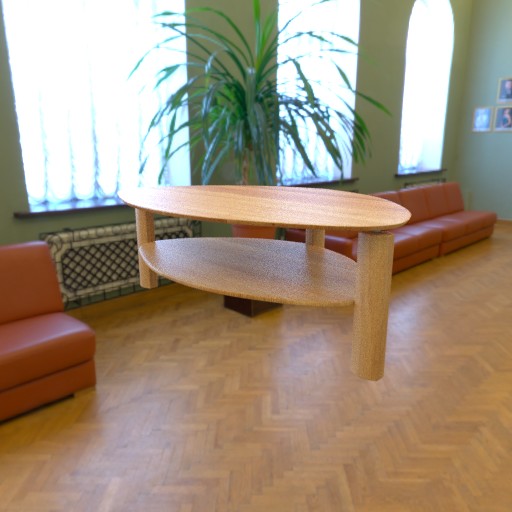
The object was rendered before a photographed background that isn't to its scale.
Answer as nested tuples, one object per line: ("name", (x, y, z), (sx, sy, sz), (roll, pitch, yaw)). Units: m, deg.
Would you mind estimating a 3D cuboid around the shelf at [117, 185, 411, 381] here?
("shelf", (0.000, 0.000, 1.667), (1.246, 0.440, 0.845), (14, 20, 43))
